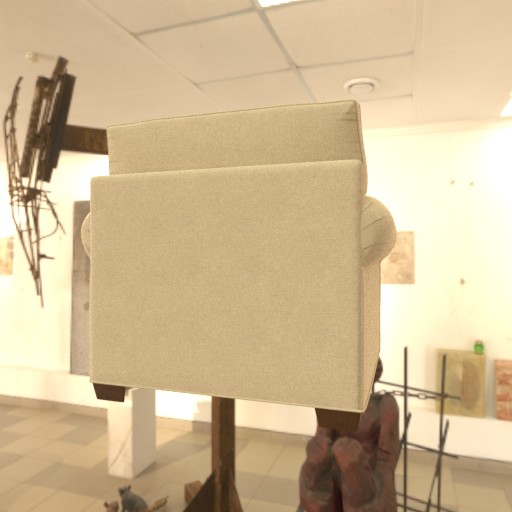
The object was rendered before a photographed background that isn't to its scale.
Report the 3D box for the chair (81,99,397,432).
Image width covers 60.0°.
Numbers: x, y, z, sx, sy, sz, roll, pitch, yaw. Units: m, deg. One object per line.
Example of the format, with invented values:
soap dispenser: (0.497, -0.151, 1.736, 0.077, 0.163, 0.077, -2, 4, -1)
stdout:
chair: (0.000, 0.000, 1.727, 1.040, 0.955, 0.863, 0, 1, 18)
